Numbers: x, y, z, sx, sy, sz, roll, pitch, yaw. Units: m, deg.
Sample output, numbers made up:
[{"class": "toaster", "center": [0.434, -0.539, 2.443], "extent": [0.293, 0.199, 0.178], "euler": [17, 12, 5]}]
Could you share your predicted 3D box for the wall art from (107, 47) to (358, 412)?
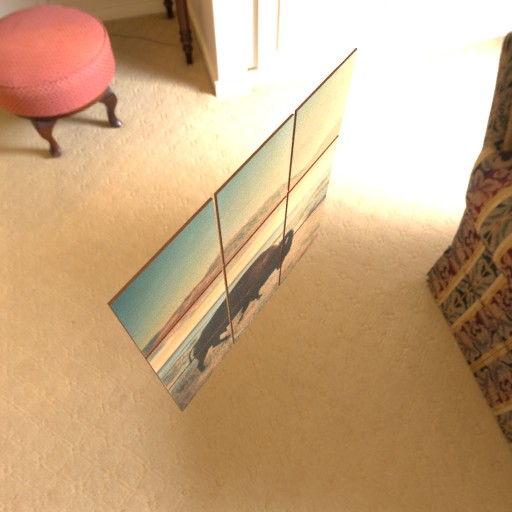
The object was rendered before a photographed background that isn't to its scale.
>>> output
[{"class": "wall art", "center": [0.000, 0.000, 2.311], "extent": [0.019, 1.532, 1.533], "euler": [32, 64, 17]}]
